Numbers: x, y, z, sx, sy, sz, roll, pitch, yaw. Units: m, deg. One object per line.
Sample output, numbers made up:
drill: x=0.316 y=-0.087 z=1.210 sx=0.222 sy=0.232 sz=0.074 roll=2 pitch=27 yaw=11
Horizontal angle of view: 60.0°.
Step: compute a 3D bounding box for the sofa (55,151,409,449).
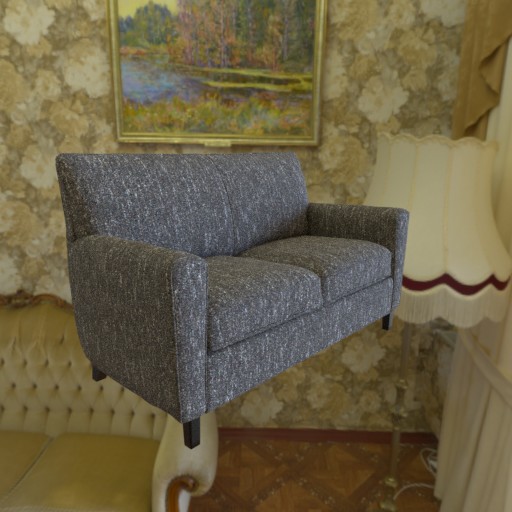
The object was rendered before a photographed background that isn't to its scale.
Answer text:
sofa: x=0.000 y=0.000 z=2.075 sx=0.801 sy=0.946 sz=1.519 roll=13 pitch=19 yaw=42
